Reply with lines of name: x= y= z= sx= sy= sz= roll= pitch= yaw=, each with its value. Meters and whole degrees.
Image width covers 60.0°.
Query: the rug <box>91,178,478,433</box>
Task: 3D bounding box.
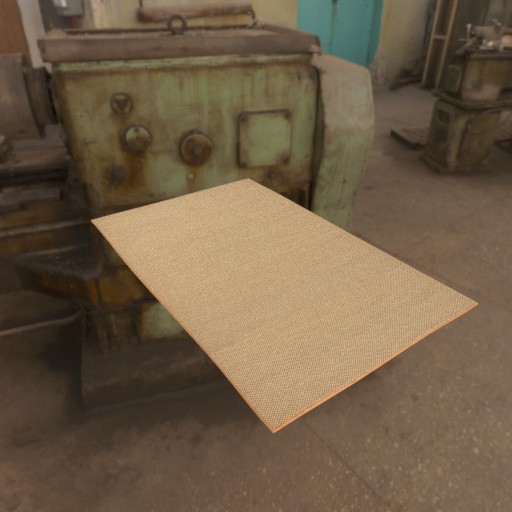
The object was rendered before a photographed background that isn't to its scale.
rug: x=0.000 y=0.000 z=2.145 sx=1.078 sy=0.013 sz=1.678 roll=-21 pitch=37 yaw=-30
